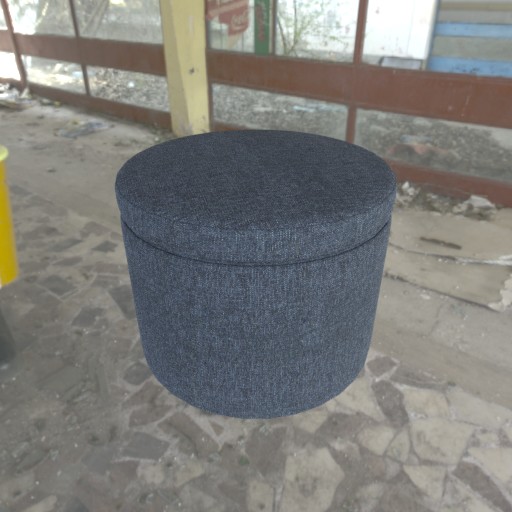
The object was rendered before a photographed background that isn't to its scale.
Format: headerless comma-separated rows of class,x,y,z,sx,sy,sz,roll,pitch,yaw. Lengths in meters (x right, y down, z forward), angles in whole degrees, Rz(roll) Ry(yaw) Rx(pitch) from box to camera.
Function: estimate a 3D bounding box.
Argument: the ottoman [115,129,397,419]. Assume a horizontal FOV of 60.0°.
ottoman,0.000,0.000,0.902,0.500,0.419,0.500,0,31,0
